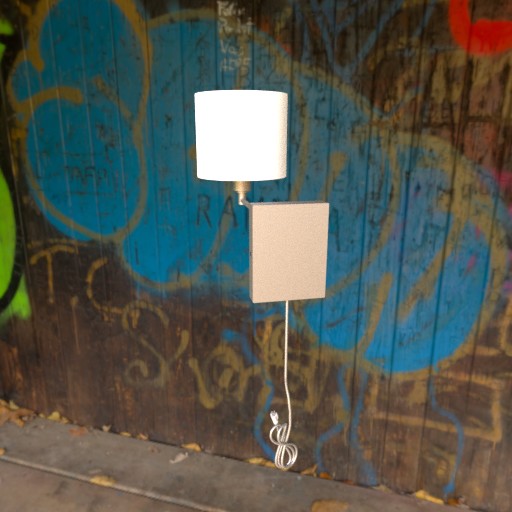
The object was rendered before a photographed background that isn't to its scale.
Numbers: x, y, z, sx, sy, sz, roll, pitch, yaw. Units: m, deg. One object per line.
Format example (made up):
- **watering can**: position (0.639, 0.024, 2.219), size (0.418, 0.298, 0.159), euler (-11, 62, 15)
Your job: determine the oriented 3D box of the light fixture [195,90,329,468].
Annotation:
- **light fixture**: position (0.000, 0.000, 0.914), size (0.203, 0.651, 0.516), euler (-3, 16, -11)
